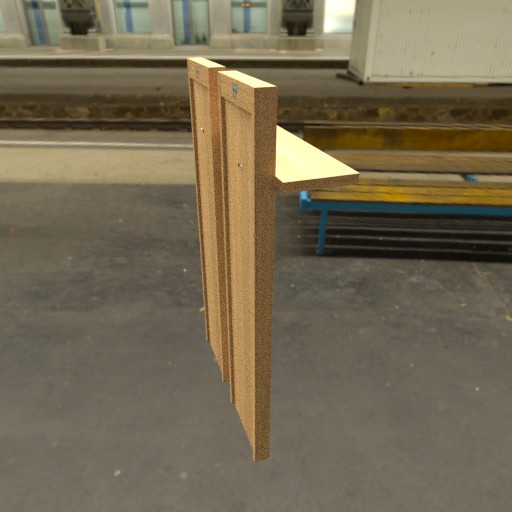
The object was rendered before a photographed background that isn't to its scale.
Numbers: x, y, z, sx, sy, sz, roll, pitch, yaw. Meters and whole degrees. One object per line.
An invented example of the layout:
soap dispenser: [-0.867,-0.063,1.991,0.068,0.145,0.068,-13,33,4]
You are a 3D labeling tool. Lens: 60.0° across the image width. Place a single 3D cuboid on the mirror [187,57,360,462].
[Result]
mirror: [0.000,0.000,1.589,0.260,1.250,0.800,-10,31,-17]
